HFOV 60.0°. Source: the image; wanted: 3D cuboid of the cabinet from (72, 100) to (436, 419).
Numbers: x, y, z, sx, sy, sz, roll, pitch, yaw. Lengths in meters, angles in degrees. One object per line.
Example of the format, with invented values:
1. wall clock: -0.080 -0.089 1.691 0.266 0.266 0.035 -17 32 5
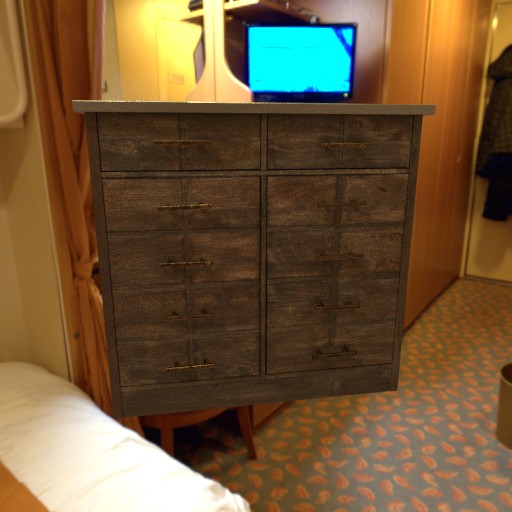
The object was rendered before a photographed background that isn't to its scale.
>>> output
1. cabinet: 0.000 0.000 1.436 0.968 0.919 0.338 -3 15 -9
